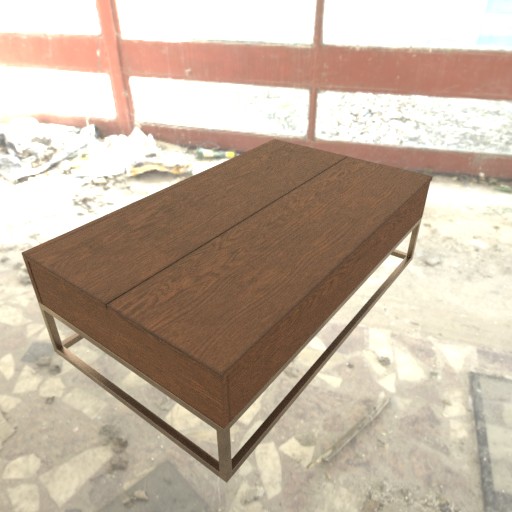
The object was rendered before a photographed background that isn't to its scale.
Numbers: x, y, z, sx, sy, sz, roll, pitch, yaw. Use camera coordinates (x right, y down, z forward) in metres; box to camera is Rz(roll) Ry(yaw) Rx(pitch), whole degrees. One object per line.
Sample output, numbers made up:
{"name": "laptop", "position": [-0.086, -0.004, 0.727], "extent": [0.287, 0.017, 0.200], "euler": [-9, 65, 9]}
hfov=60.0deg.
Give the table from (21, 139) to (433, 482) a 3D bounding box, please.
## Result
{"name": "table", "position": [0.000, 0.000, 1.487], "extent": [0.719, 0.361, 1.167], "euler": [22, 39, 30]}
